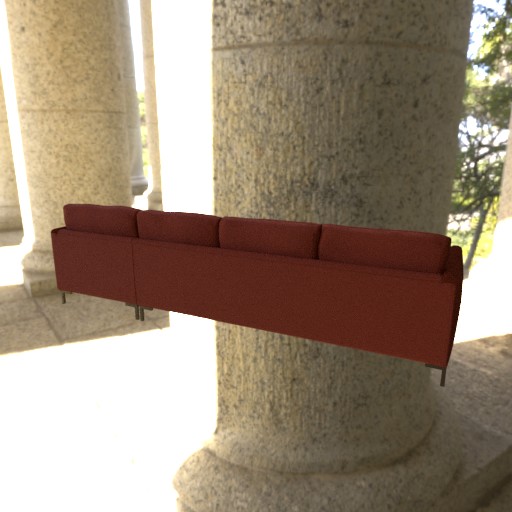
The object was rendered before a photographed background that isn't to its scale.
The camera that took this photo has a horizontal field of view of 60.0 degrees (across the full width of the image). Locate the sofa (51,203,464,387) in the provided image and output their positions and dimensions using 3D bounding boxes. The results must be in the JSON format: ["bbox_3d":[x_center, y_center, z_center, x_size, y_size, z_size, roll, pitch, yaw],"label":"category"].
[{"bbox_3d":[0.000,0.000,3.433,2.932,0.810,1.350,7,16,25],"label":"sofa"}]
